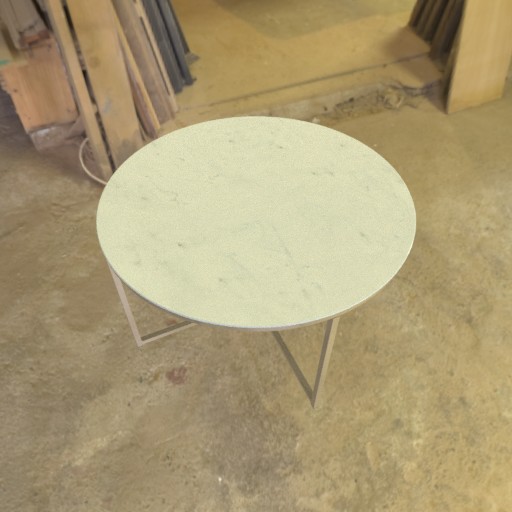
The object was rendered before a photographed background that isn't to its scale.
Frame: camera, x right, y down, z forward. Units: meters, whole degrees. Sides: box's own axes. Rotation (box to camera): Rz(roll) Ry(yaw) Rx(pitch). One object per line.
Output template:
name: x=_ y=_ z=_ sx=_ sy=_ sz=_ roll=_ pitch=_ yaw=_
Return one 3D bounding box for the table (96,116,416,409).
table: x=0.000 y=0.000 z=1.304 sx=0.800 sy=0.450 sz=0.800 roll=0 pitch=47 yaw=0
